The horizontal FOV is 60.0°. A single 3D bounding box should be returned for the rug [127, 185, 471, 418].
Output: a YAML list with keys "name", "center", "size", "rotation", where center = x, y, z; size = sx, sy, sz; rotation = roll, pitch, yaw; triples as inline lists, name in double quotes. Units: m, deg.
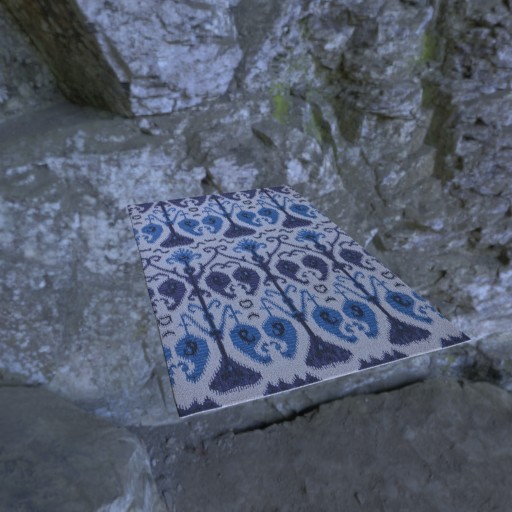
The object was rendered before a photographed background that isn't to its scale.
- name: "rug"
  center: [0.000, 0.000, 2.153]
  size: [1.072, 0.013, 1.698]
  rotation: [-10, 31, -17]
